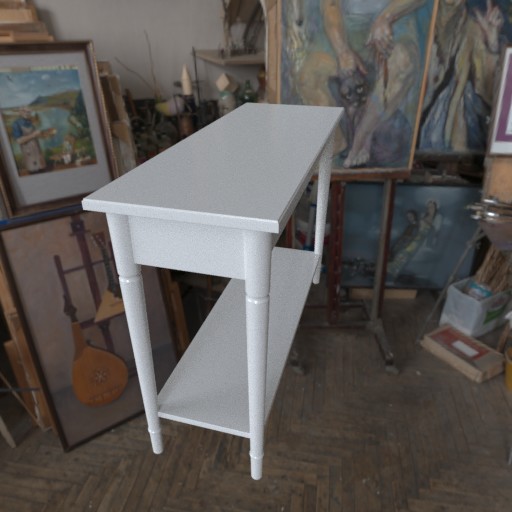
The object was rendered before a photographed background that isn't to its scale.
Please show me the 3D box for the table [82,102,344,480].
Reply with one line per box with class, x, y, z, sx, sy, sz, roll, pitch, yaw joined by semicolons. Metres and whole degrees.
table;0.000;0.000;1.416;0.381;0.749;1.067;8;30;14
